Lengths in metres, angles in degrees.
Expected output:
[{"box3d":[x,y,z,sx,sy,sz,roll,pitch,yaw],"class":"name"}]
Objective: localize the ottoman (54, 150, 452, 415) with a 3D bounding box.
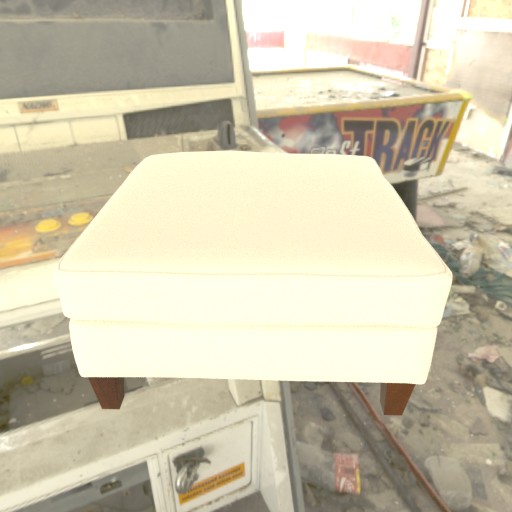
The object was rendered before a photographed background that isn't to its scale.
[{"box3d":[0.000,0.000,1.342,0.838,0.479,0.838,1,29,1],"class":"ottoman"}]
